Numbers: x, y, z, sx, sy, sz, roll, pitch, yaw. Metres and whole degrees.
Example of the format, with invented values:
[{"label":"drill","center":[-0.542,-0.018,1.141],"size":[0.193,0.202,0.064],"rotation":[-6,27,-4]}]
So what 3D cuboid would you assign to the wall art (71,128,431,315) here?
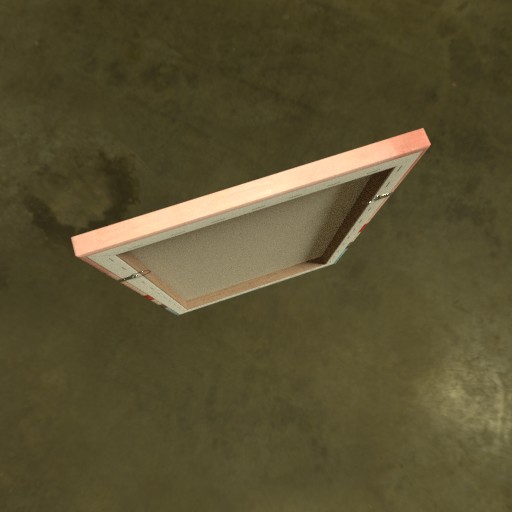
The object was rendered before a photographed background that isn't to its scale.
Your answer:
[{"label":"wall art","center":[0.000,0.000,1.170],"size":[0.610,0.914,0.038],"rotation":[-18,77,-4]}]
